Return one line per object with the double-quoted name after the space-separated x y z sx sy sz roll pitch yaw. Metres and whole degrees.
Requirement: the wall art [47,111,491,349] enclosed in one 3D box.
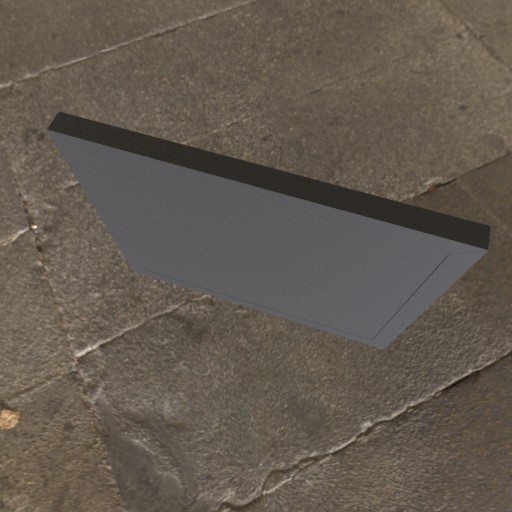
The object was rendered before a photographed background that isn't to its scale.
0.000 0.000 0.539 0.404 0.329 0.024 16 65 8 "wall art"
